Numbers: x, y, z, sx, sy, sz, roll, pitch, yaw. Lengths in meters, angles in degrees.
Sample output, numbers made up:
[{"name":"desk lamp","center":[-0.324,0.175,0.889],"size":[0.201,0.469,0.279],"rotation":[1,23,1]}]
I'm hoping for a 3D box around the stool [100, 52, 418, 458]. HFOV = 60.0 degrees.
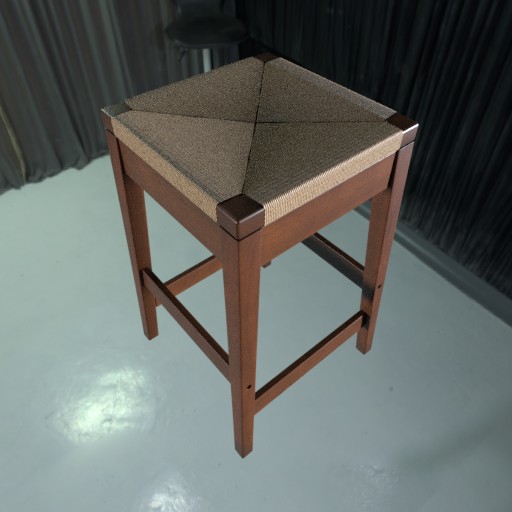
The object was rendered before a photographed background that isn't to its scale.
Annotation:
[{"name":"stool","center":[0.000,0.000,1.103],"size":[0.507,0.762,0.497],"rotation":[-31,54,-27]}]
